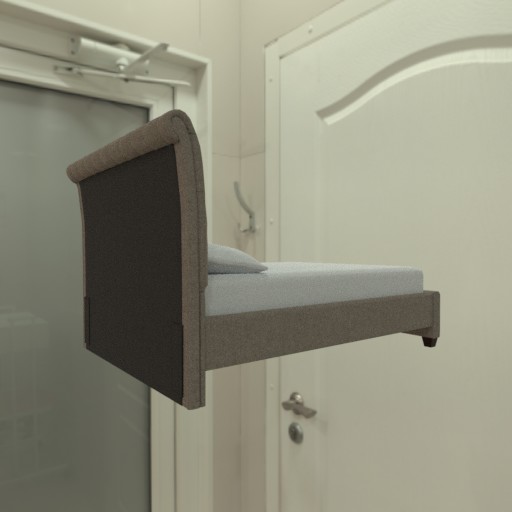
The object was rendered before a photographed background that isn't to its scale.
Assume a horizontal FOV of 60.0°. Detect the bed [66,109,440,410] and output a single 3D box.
[{"bbox_3d":[0.000,0.000,3.287,2.252,1.371,1.645,-1,1,-37],"label":"bed"}]
